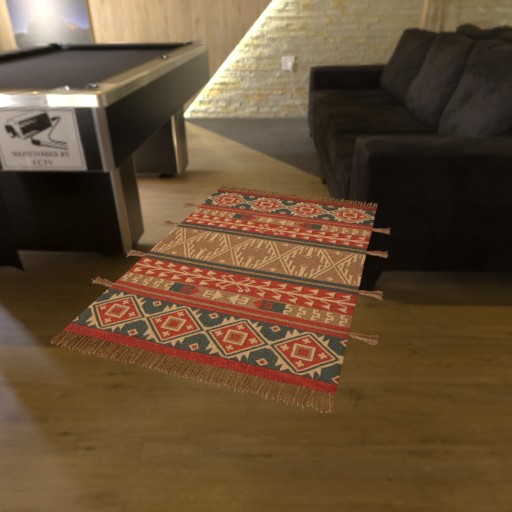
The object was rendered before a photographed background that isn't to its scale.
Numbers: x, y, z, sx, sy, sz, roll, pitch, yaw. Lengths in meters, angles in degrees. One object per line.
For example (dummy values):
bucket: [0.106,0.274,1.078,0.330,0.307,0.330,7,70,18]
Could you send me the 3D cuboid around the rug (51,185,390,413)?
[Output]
rug: [0.000,0.000,2.573,1.469,0.040,2.025,9,31,16]
